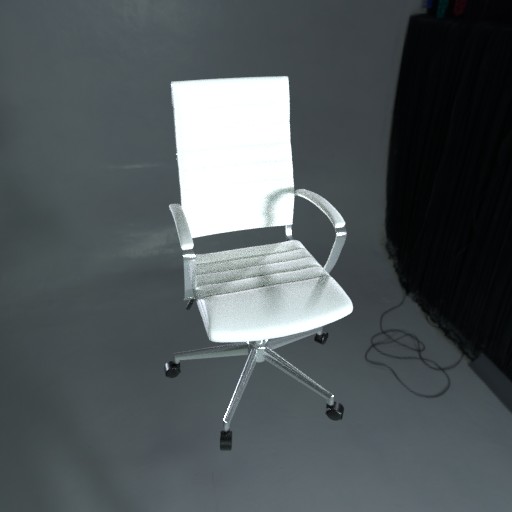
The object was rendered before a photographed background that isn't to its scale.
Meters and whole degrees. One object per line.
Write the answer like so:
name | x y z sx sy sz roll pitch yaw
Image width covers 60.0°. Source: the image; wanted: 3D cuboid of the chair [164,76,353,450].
chair | 0.000 0.000 1.646 0.766 1.149 0.739 -9 31 -15
